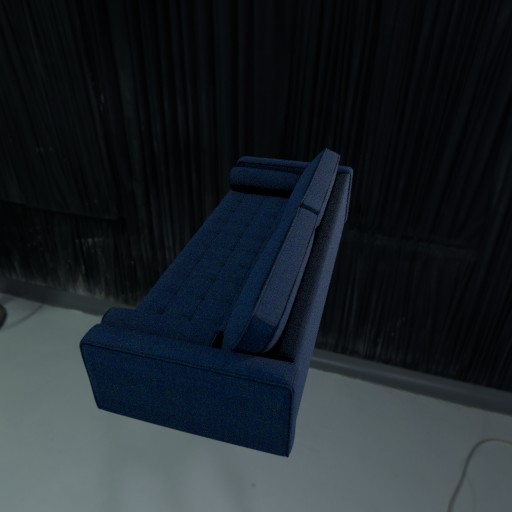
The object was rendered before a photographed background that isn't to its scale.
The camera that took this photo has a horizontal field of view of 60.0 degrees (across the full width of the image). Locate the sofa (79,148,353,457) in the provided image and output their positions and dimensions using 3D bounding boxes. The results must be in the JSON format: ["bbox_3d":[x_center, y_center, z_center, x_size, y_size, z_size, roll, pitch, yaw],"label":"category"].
[{"bbox_3d":[0.000,0.000,2.668,0.914,0.762,2.210,9,34,13],"label":"sofa"}]
